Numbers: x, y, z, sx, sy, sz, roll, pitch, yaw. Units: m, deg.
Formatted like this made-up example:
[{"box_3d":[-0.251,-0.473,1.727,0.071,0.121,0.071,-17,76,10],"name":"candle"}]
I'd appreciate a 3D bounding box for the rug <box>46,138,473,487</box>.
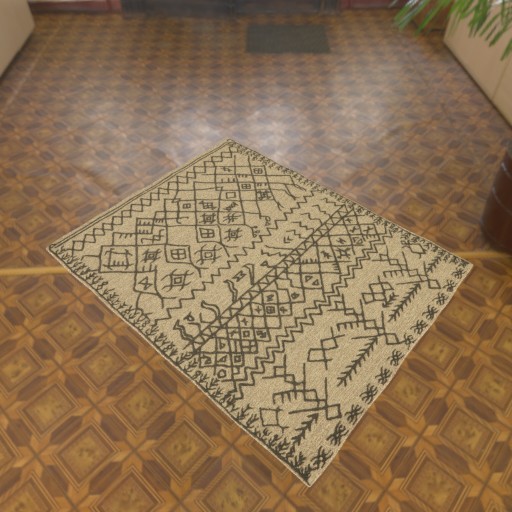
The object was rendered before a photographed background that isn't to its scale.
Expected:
[{"box_3d":[0.000,0.000,3.215,2.455,0.025,1.964,33,56,27],"name":"rug"}]
